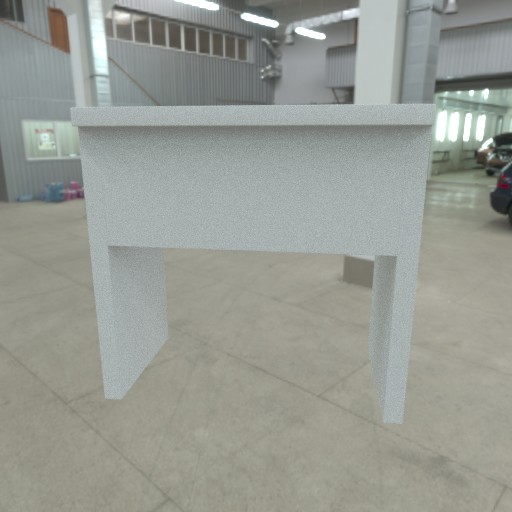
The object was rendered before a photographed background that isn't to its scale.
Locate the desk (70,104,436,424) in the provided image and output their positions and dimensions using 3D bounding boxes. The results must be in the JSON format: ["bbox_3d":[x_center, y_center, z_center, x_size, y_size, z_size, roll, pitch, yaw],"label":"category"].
[{"bbox_3d":[0.000,0.000,1.224,0.790,0.760,0.446,2,15,8],"label":"desk"}]
